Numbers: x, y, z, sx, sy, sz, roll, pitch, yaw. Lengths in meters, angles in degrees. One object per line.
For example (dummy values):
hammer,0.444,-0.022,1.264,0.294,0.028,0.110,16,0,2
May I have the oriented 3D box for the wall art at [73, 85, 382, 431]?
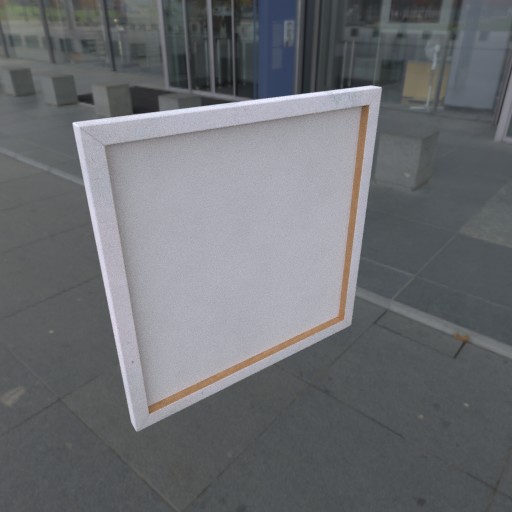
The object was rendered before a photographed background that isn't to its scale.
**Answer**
wall art,0.000,0.000,1.140,0.762,0.762,0.038,-19,34,-30
